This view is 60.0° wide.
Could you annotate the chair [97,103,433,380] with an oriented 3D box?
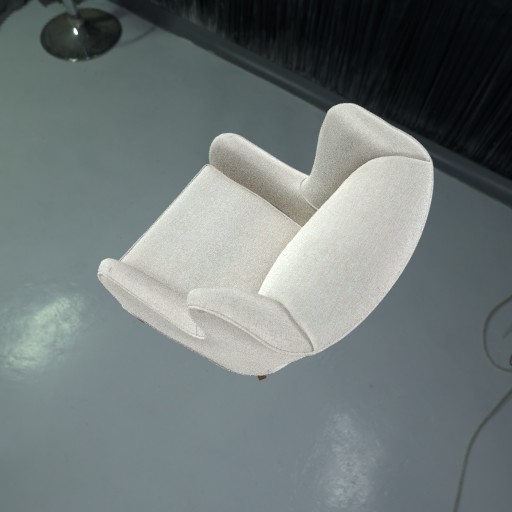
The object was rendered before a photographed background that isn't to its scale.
[{"bbox_3d":[0.000,0.000,1.726,0.966,1.040,0.838,31,67,15],"label":"chair"}]
